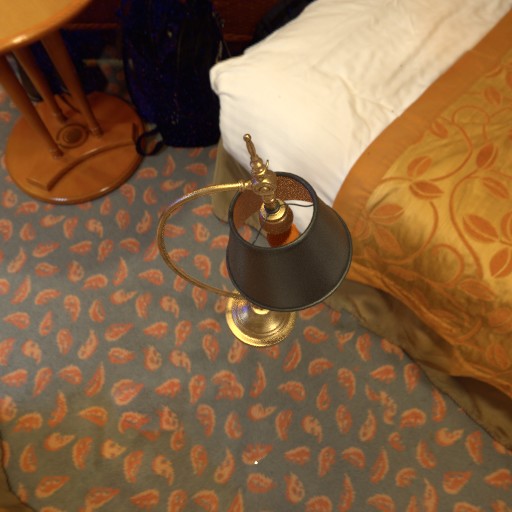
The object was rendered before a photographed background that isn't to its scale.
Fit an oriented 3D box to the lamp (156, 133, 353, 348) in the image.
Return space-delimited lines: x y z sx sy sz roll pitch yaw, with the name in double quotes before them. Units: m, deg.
"lamp" 0.000 0.000 0.829 0.344 0.675 0.235 -2 65 -1
